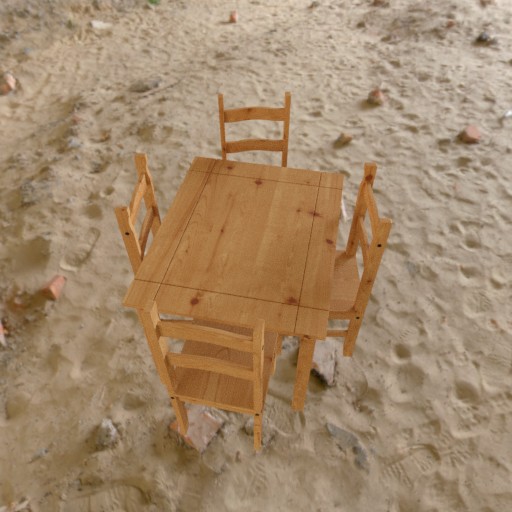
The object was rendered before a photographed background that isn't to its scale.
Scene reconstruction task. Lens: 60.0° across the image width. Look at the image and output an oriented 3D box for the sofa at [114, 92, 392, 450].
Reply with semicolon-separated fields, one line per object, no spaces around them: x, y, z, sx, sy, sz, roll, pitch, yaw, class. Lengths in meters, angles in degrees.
0.000;0.000;2.242;1.144;1.000;1.529;9;48;8;sofa
